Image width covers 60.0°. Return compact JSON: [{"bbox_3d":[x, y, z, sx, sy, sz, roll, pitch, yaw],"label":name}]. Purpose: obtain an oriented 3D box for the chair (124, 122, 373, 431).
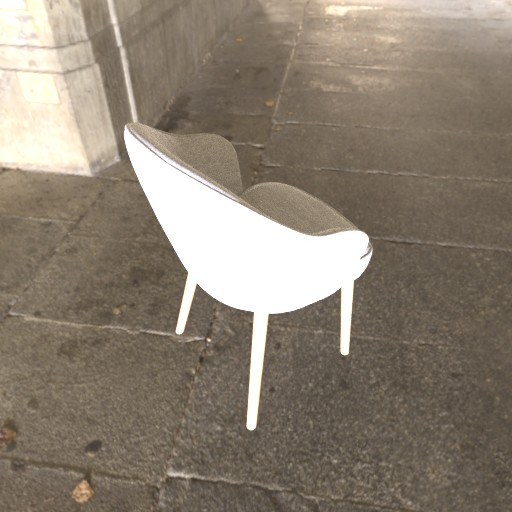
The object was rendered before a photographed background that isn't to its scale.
[{"bbox_3d":[0.000,0.000,1.181,0.530,0.800,0.540,-25,47,-26],"label":"chair"}]
